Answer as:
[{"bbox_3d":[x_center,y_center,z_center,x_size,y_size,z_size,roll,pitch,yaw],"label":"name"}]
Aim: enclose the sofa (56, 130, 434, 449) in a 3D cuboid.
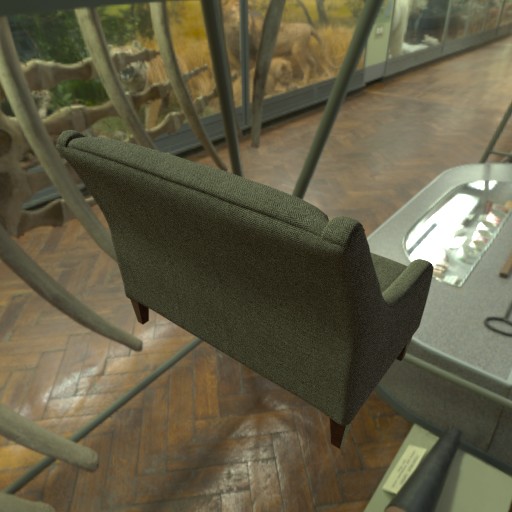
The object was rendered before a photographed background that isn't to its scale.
[{"bbox_3d":[0.000,0.000,1.850,1.242,1.021,0.870,23,39,32],"label":"sofa"}]
